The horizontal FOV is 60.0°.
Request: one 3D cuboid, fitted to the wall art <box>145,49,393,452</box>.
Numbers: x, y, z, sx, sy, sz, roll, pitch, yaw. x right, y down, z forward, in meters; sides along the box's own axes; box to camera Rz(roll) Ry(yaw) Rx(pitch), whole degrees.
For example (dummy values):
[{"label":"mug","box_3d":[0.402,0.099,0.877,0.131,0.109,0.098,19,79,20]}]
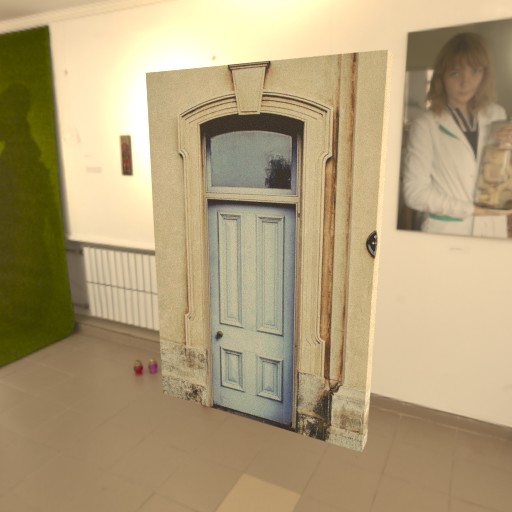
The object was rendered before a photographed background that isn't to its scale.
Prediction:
[{"label":"wall art","box_3d":[0.000,0.000,0.754,0.403,0.607,0.036,7,15,26]}]
